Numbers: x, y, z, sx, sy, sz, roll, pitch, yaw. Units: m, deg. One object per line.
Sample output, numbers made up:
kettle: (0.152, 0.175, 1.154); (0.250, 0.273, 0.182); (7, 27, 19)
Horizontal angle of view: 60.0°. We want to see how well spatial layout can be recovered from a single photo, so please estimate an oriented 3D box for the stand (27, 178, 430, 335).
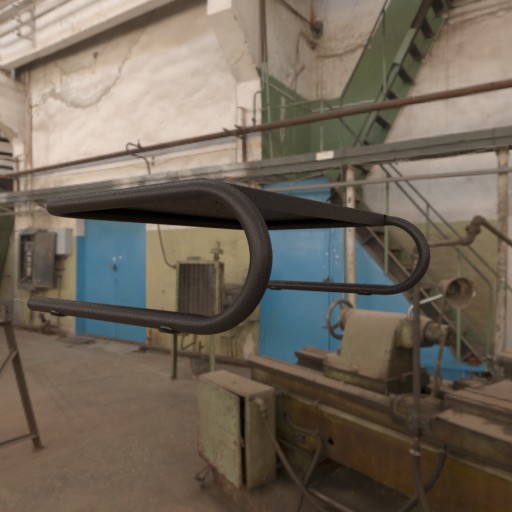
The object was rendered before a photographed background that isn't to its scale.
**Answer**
stand: (0.000, 0.000, 0.492); (0.280, 0.108, 0.370); (0, 0, 36)
